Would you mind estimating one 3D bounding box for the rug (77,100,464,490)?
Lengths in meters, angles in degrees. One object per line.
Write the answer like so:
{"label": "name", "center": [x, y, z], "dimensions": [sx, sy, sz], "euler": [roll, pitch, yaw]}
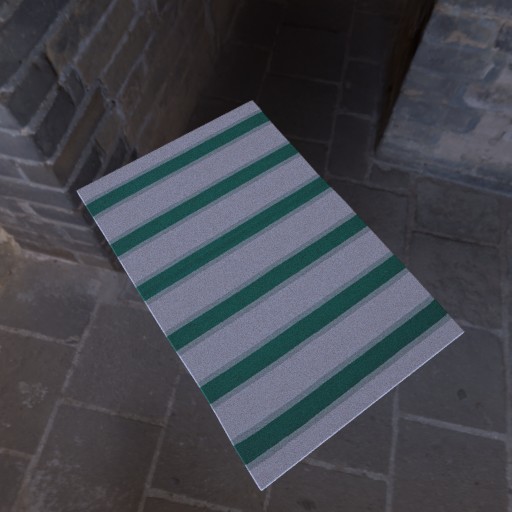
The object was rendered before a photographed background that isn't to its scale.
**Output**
{"label": "rug", "center": [0.000, 0.000, 2.338], "dimensions": [1.210, 0.012, 1.829], "euler": [-32, 68, -14]}
